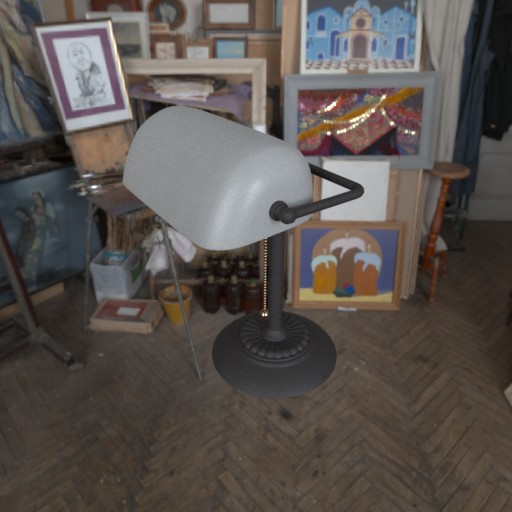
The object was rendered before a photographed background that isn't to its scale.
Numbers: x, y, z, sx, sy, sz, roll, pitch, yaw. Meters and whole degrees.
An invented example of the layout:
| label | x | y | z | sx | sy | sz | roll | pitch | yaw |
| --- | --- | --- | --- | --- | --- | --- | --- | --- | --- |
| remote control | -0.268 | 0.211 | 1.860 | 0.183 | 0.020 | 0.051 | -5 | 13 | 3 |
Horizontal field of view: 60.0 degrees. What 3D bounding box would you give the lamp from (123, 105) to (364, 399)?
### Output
| label | x | y | z | sx | sy | sz | roll | pitch | yaw |
| --- | --- | --- | --- | --- | --- | --- | --- | --- | --- |
| lamp | 0.000 | 0.000 | 0.539 | 0.243 | 0.339 | 0.264 | -20 | 36 | -30 |
